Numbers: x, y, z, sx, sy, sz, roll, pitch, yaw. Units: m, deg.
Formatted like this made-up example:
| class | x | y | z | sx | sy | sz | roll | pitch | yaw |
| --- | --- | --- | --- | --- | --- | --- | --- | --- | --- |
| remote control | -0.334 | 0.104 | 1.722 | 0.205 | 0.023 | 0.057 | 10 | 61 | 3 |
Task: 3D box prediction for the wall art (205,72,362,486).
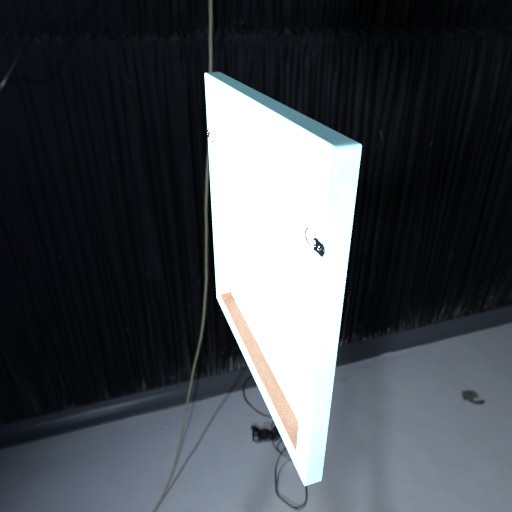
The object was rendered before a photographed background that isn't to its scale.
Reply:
| class | x | y | z | sx | sy | sz | roll | pitch | yaw |
| --- | --- | --- | --- | --- | --- | --- | --- | --- | --- |
| wall art | 0.000 | 0.000 | 1.558 | 0.070 | 1.073 | 1.071 | -10 | 32 | -17 |
